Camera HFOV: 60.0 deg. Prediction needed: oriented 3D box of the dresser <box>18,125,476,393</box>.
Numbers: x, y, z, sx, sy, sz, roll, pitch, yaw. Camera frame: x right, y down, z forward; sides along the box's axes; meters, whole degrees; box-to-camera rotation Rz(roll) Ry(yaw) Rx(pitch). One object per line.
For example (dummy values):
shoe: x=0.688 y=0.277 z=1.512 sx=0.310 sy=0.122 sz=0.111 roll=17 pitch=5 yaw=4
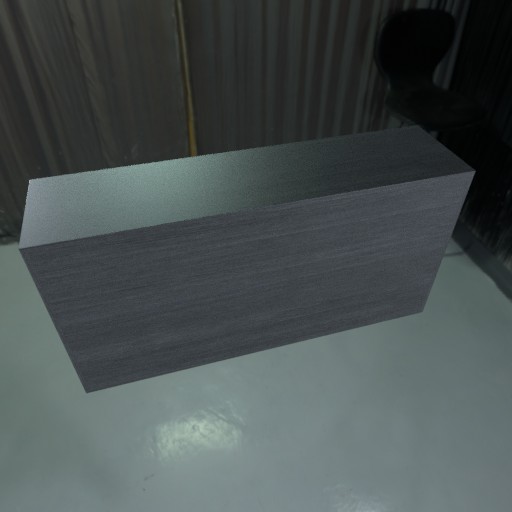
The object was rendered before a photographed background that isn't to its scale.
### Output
dresser: x=0.000 y=0.000 z=1.893 sx=1.590 sy=0.795 sz=0.400 roll=-11 pitch=43 yaw=-12
